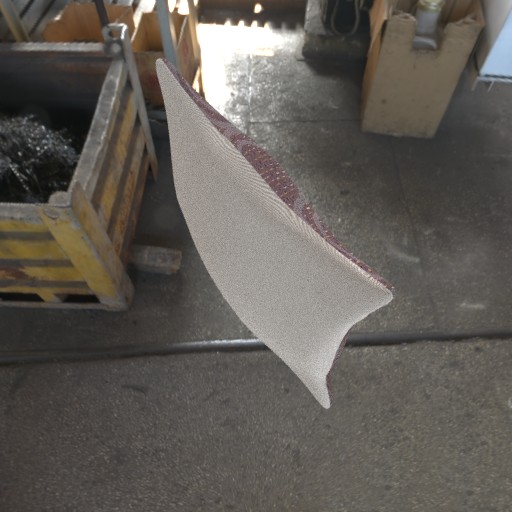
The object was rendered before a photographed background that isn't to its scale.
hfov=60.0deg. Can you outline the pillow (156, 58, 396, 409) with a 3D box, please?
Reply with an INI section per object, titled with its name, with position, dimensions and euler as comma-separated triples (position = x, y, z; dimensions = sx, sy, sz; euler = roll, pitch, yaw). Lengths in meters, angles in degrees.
[pillow]
position = 0.000, 0.000, 0.802
dimensions = 0.163, 0.513, 0.514
euler = -32, 63, -18
